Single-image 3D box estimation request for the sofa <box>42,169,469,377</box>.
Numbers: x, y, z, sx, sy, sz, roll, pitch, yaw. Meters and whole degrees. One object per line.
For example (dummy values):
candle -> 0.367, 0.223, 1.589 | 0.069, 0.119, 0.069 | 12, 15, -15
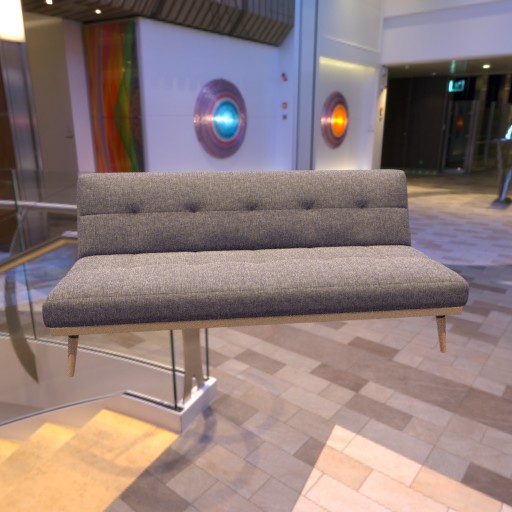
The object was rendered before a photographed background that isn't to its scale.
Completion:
sofa -> 0.000, 0.000, 2.211 | 1.820, 0.770, 0.820 | -2, 17, -7
